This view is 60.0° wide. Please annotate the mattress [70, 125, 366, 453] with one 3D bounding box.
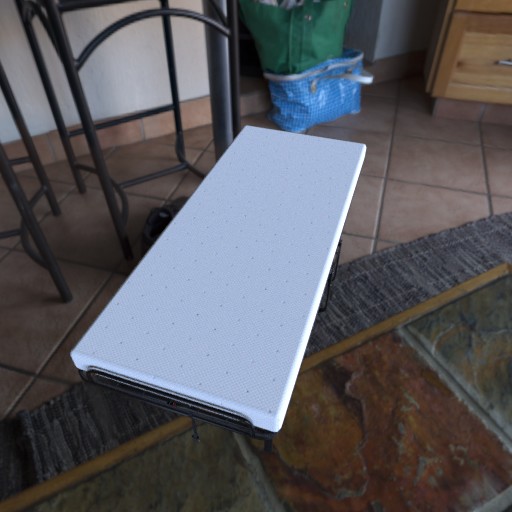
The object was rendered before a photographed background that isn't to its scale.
[{"bbox_3d":[0.000,0.000,2.558,0.922,0.519,2.153,13,44,14],"label":"mattress"}]
